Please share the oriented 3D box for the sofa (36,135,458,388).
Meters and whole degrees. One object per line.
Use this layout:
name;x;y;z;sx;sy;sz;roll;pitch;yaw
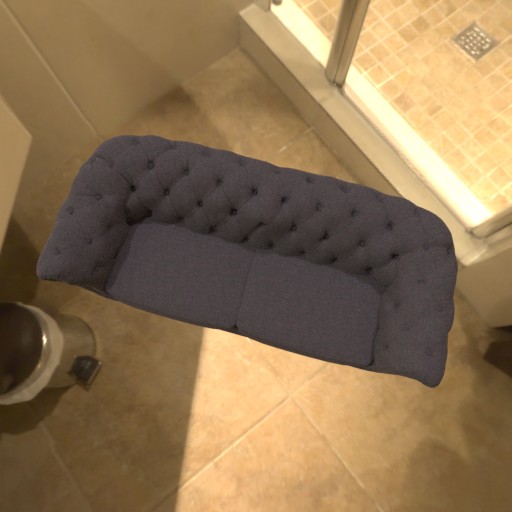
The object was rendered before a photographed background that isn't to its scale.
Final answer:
sofa;0.000;0.000;2.841;2.335;0.836;1.046;15;77;4
